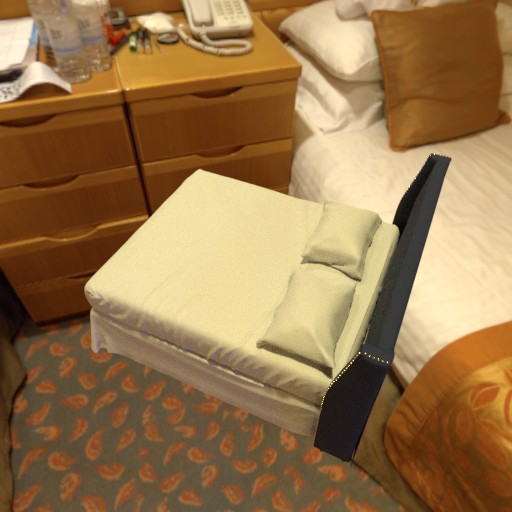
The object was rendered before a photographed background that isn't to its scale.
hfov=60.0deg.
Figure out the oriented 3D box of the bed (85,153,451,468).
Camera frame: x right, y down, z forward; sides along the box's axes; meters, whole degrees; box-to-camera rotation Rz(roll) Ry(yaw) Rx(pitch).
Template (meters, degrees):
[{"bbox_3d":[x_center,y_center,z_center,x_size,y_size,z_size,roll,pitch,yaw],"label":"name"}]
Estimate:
[{"bbox_3d":[0.000,0.000,3.411,2.276,1.332,1.925,19,48,17],"label":"bed"}]
